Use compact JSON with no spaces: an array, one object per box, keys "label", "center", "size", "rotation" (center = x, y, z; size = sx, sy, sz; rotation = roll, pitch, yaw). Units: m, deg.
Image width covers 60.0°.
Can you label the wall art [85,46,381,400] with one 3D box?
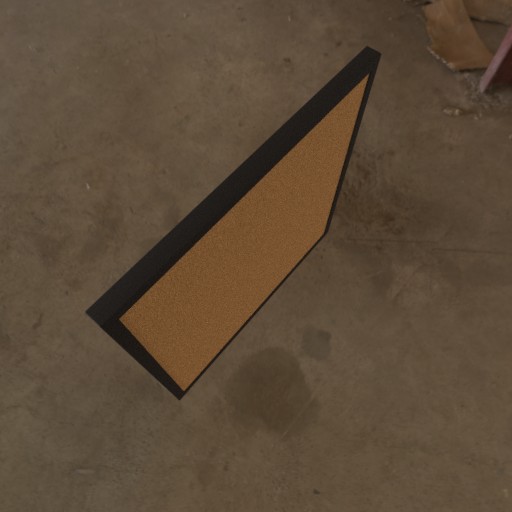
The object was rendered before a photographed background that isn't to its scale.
[{"label":"wall art","center":[0.000,0.000,1.135],"size":[0.037,0.763,0.763],"rotation":[37,70,16]}]
